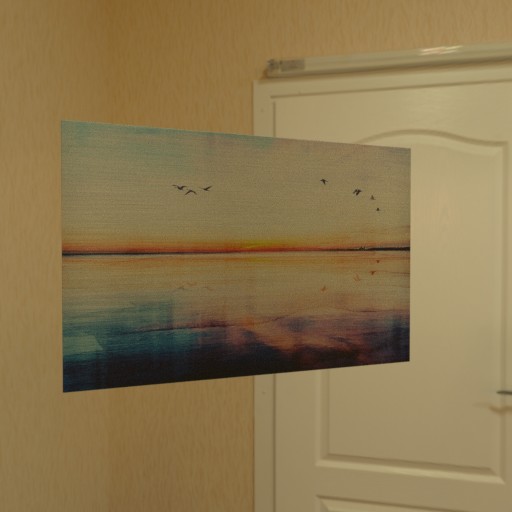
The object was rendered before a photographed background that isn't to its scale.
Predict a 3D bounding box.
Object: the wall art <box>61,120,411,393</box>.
[{"bbox_3d":[0.000,0.000,0.751,0.604,0.402,0.018,0,1,-18],"label":"wall art"}]
